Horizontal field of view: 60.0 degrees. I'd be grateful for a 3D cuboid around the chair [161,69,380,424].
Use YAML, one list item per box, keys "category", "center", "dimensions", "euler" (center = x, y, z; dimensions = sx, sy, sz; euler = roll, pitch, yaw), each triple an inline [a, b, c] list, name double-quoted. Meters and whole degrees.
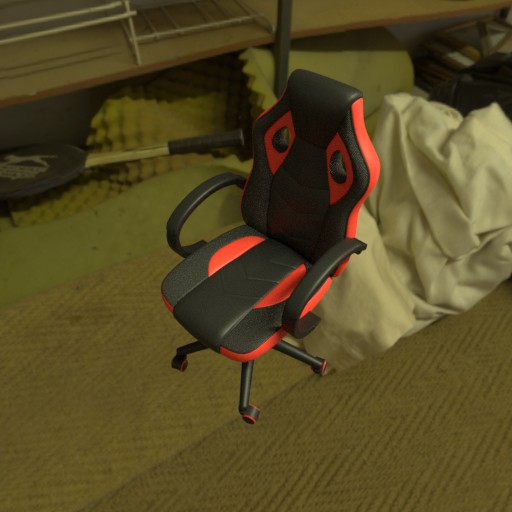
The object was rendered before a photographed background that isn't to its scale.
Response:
- category: "chair"
  center: [0.000, 0.000, 1.455]
  dimensions: [0.600, 1.016, 0.642]
  euler: [33, 55, 27]
